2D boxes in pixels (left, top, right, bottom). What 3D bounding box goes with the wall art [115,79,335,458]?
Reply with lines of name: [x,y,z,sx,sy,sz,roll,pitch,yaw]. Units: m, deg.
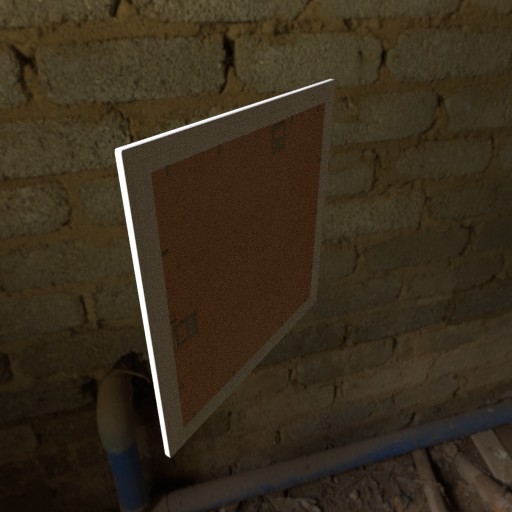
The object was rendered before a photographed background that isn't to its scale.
wall art: [0.000,0.000,0.883,0.013,0.584,0.584,19,36,29]
